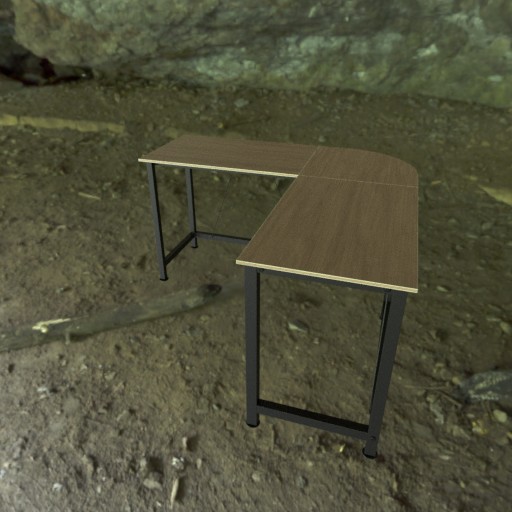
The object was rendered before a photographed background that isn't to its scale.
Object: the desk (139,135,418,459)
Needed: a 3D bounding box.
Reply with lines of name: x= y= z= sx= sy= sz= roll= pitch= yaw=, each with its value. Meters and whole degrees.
desk: x=0.000 y=0.000 z=2.195 sx=1.400 sy=0.762 sz=1.400 roll=9 pitch=30 yaw=15
